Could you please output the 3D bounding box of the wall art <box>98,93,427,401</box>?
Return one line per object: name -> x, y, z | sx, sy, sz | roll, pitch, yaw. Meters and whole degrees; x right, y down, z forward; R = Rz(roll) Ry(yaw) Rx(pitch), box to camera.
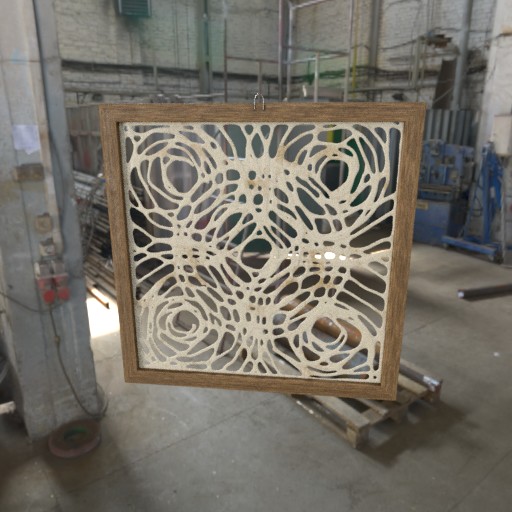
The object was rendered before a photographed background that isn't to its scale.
wall art -> 0.000, 0.000, 0.836 | 0.561, 0.576, 0.021 | 2, 17, 6
